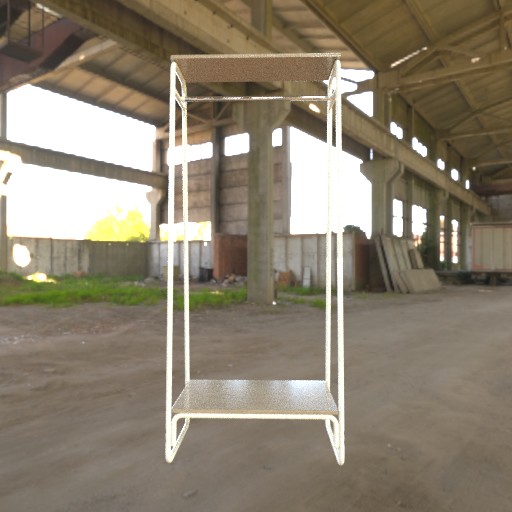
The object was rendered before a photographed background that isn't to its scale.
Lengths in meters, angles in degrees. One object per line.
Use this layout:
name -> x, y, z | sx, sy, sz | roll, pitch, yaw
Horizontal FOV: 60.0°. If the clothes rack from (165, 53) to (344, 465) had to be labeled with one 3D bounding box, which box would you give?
clothes rack -> 0.000, 0.000, 1.771 | 0.640, 1.512, 0.400 | 0, 0, 2
